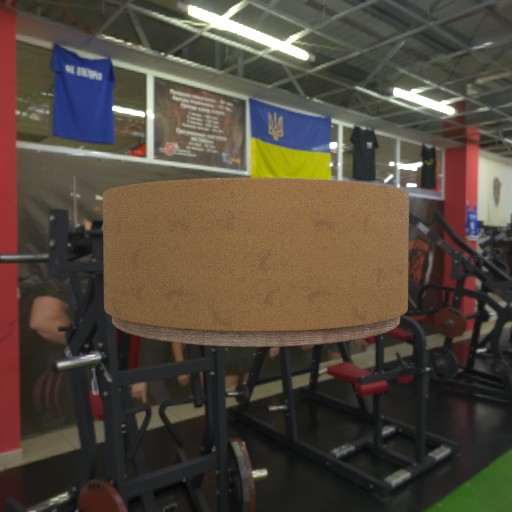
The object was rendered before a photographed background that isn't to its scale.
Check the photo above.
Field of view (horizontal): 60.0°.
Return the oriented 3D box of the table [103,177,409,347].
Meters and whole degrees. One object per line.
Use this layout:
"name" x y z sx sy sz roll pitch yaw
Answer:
"table" 0.000 0.000 1.539 1.001 0.409 1.001 0 2 0
